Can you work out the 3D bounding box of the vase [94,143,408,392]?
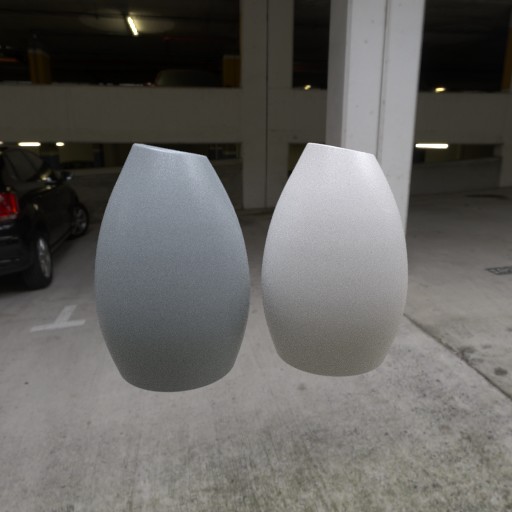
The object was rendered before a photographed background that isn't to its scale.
[{"bbox_3d":[0.000,0.000,0.266,0.187,0.131,0.089,-2,15,-9],"label":"vase"}]
